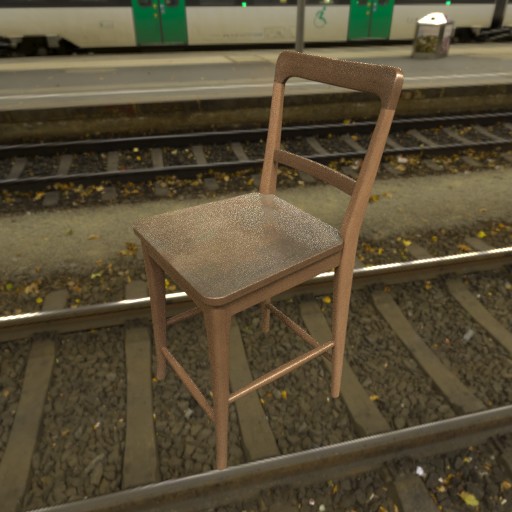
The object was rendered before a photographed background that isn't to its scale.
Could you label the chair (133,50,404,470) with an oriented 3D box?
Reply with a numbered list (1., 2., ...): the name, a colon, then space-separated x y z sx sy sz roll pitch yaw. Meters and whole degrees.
1. chair: 0.000 0.000 1.244 0.546 0.991 0.450 -20 36 -29
